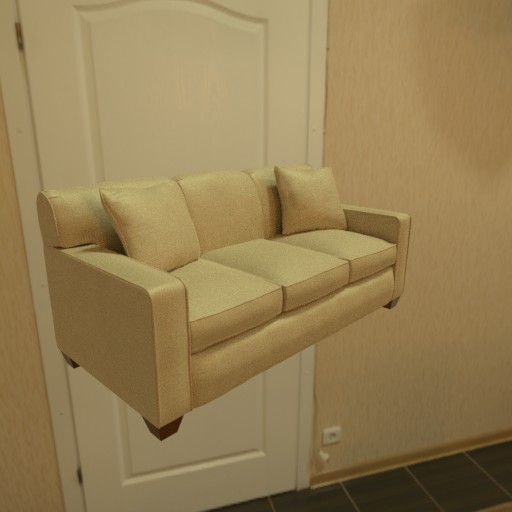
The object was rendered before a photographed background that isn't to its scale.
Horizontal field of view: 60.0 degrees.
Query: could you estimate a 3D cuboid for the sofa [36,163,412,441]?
[{"bbox_3d":[0.000,0.000,2.580,0.997,0.958,2.024,15,22,42],"label":"sofa"}]
